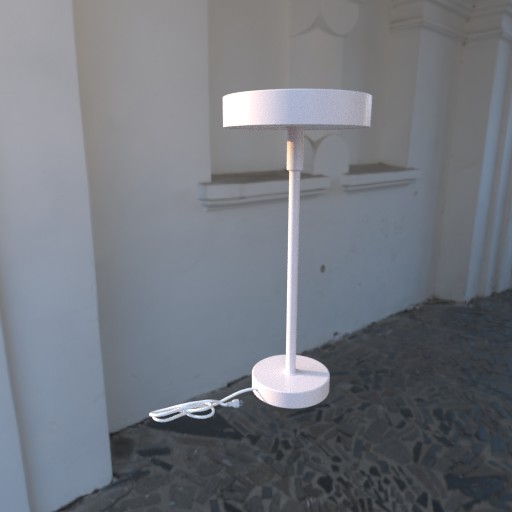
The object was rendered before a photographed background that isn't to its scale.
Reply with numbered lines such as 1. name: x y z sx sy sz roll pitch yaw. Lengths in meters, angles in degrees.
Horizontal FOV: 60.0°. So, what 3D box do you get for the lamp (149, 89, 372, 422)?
1. lamp: 0.000 0.000 0.717 0.369 0.508 0.229 -7 16 -26
